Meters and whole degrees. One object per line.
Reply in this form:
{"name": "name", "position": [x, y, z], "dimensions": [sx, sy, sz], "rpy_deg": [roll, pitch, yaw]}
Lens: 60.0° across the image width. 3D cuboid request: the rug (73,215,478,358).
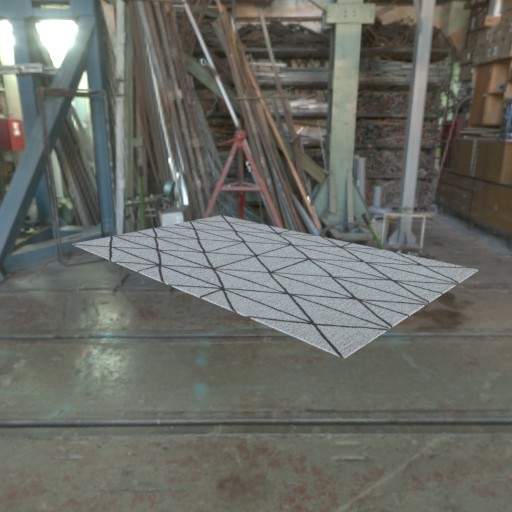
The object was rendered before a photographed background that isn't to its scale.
{"name": "rug", "position": [0.000, 0.000, 3.115], "dimensions": [2.465, 0.008, 1.526], "rpy_deg": [16, 23, 42]}
